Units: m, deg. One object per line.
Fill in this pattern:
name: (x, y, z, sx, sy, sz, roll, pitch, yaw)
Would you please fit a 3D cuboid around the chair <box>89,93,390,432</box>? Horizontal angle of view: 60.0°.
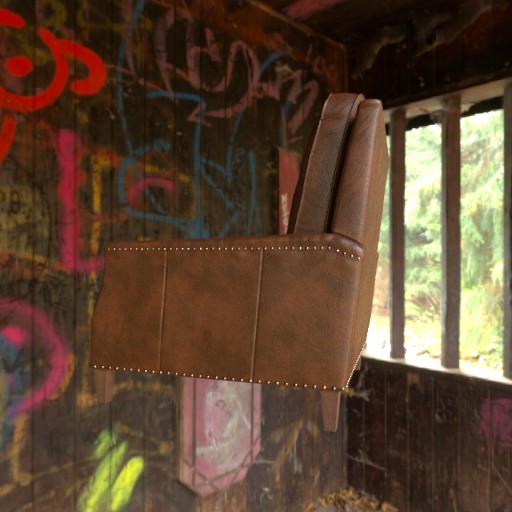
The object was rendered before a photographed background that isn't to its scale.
chair: (0.000, 0.000, 1.821, 1.035, 1.054, 0.854, 0, 0, 18)
